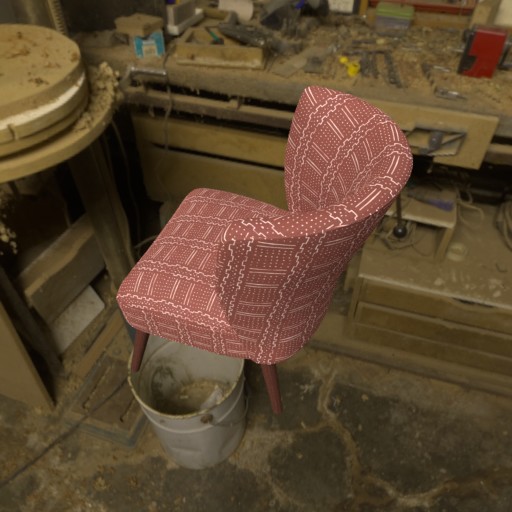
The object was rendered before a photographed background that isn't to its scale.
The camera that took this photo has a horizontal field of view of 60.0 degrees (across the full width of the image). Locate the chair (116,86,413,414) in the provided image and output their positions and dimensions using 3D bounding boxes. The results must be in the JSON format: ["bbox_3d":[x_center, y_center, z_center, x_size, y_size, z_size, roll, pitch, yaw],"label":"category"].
[{"bbox_3d":[0.000,0.000,1.396,0.758,0.866,0.706,14,47,13],"label":"chair"}]
